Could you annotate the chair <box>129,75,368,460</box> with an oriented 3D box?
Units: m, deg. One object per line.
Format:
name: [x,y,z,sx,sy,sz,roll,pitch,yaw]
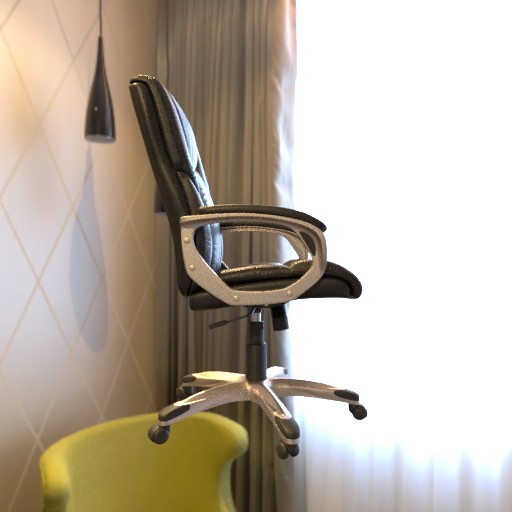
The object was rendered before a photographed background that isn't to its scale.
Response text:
chair: [0.000,0.000,1.572,0.780,1.145,0.700,0,0,1]
